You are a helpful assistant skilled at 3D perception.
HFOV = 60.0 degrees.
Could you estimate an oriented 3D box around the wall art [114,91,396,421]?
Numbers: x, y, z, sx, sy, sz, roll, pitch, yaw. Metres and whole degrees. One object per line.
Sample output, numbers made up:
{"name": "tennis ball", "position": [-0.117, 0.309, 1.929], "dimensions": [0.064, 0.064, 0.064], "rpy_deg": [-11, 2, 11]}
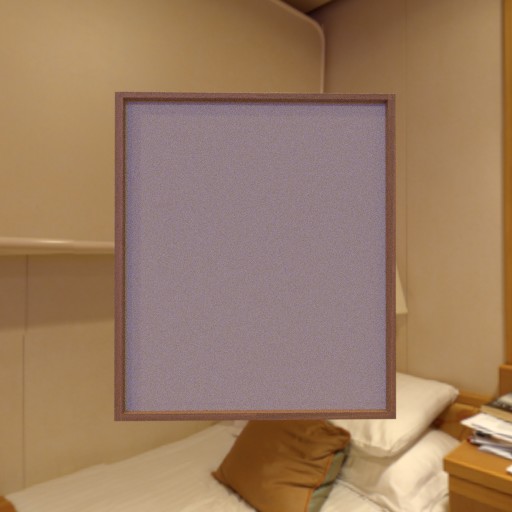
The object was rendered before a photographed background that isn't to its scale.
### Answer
{"name": "wall art", "position": [0.000, 0.000, 0.970], "dimensions": [0.609, 0.710, 0.021], "rpy_deg": [0, 0, -1]}
